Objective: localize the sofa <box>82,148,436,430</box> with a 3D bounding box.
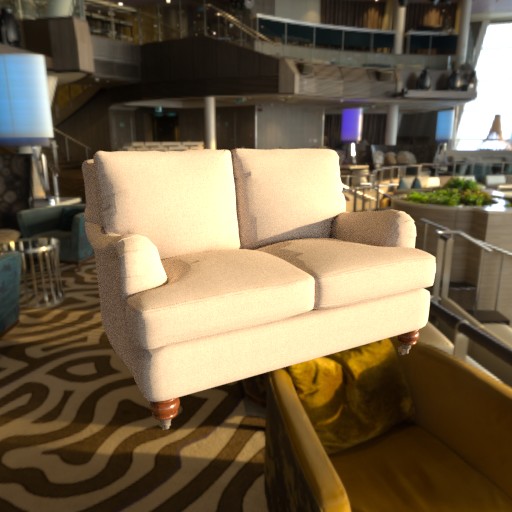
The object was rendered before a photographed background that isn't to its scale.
[{"bbox_3d":[0.000,0.000,2.235,1.508,1.048,1.087,-8,16,-28],"label":"sofa"}]
